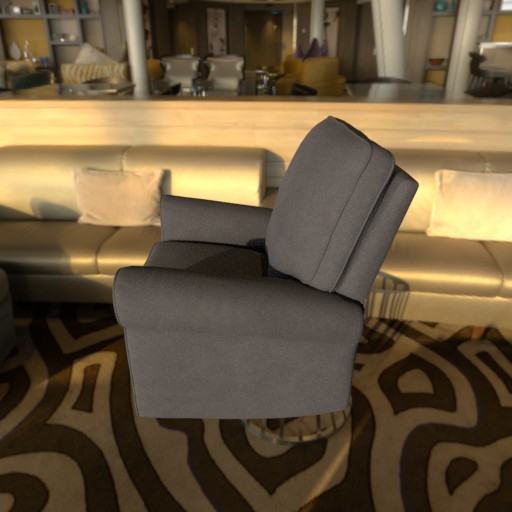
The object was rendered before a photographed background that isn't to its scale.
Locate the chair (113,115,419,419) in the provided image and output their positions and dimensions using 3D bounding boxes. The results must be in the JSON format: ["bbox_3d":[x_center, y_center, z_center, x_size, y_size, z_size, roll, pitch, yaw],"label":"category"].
[{"bbox_3d":[0.000,0.000,1.674,0.878,0.961,0.890,0,25,-1],"label":"chair"}]
